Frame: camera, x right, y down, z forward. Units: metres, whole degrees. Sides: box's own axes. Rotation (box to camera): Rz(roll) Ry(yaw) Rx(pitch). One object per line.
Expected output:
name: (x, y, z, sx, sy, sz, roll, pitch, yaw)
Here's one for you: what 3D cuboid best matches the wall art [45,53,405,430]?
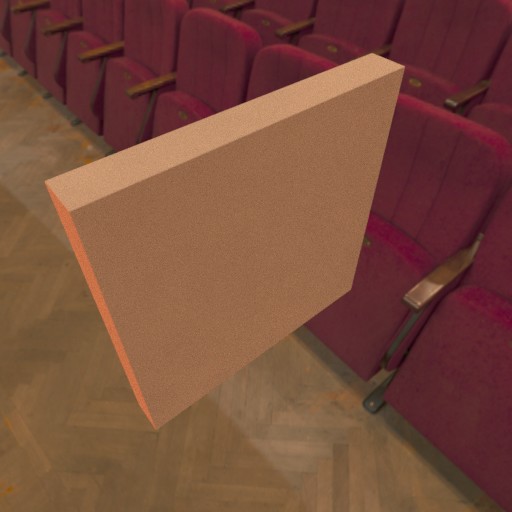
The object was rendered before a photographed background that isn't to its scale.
wall art: (0.000, 0.000, 0.438, 0.305, 0.305, 0.038, -31, 54, -26)
